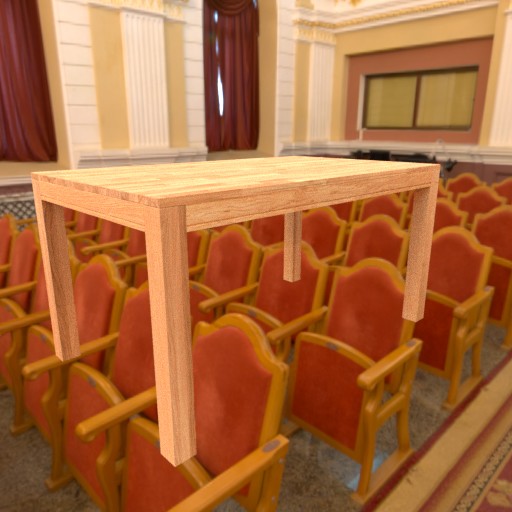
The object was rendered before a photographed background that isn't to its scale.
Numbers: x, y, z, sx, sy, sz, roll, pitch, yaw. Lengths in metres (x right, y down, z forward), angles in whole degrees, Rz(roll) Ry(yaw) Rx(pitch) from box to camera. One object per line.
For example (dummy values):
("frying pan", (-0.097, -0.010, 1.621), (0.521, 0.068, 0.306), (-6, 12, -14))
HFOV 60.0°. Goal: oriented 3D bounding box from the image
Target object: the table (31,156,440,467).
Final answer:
("table", (0.000, 0.000, 1.970), (1.500, 0.770, 0.900), (-15, 22, -42))
